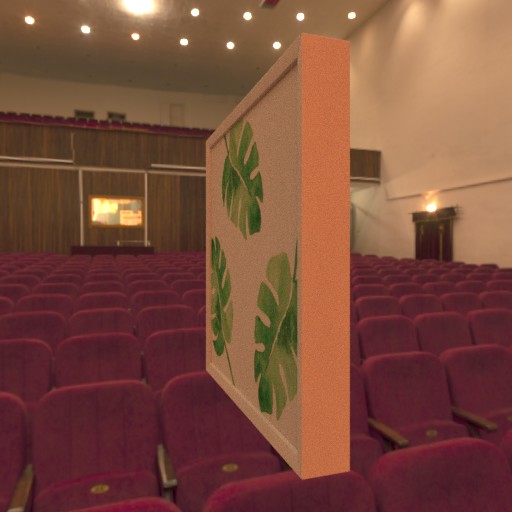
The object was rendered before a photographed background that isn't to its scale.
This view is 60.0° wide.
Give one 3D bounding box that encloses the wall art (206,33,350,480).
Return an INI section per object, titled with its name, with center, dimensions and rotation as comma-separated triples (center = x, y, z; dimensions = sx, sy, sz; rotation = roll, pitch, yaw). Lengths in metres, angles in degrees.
[wall art]
center = 0.000, 0.000, 0.452
dimensions = 0.038, 0.305, 0.305
rotation = 0, 0, -19
